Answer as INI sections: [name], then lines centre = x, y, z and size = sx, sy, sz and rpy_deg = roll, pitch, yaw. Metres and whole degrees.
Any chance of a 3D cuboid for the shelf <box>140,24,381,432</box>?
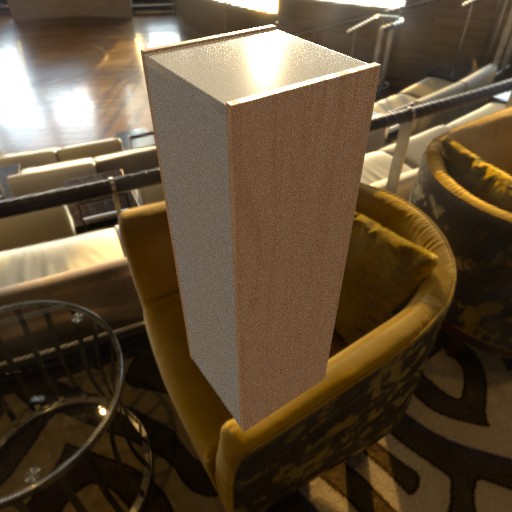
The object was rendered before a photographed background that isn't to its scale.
[shelf]
centre = 0.000, 0.000, 1.050
size = 0.290, 0.900, 0.300
rpy_deg = -25, 47, -25
